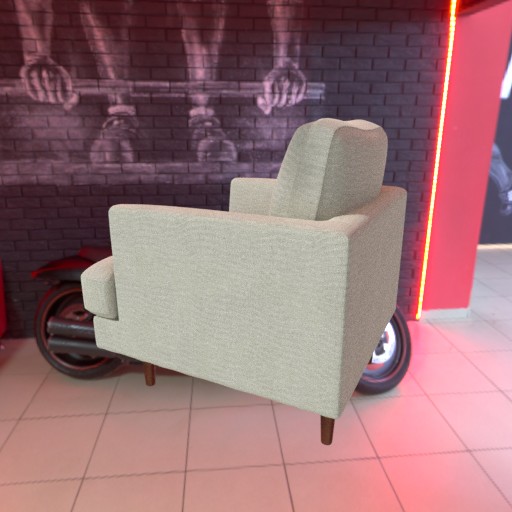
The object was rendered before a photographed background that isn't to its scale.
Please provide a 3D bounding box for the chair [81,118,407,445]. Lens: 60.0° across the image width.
[{"bbox_3d":[0.000,0.000,1.616,0.899,0.957,0.858,9,19,26],"label":"chair"}]
